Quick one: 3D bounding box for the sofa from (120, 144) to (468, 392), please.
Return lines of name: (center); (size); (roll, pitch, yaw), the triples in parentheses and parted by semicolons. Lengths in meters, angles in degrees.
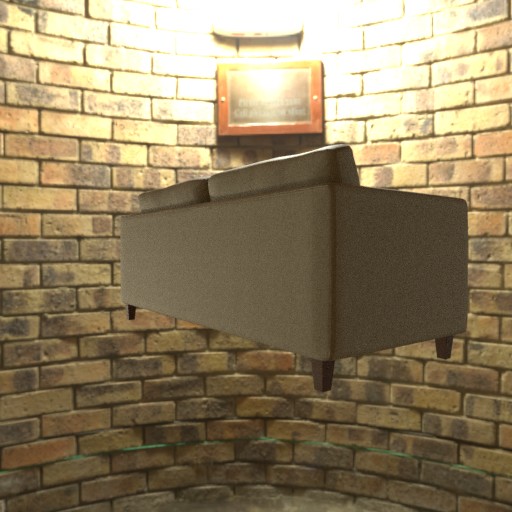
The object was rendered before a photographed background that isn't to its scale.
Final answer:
sofa: (0.000, 0.000, 2.701); (0.956, 0.963, 2.208); (-1, 1, -36)
